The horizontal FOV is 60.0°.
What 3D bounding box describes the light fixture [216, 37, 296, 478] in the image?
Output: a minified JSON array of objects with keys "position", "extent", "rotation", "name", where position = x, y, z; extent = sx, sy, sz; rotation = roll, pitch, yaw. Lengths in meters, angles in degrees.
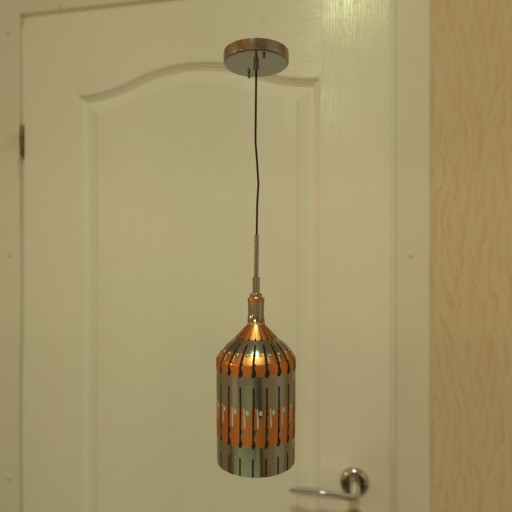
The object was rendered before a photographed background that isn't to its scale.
[{"position":[0.000,0.000,1.680],"extent":[0.303,1.535,0.303],"rotation":[0,0,0],"name":"light fixture"}]
